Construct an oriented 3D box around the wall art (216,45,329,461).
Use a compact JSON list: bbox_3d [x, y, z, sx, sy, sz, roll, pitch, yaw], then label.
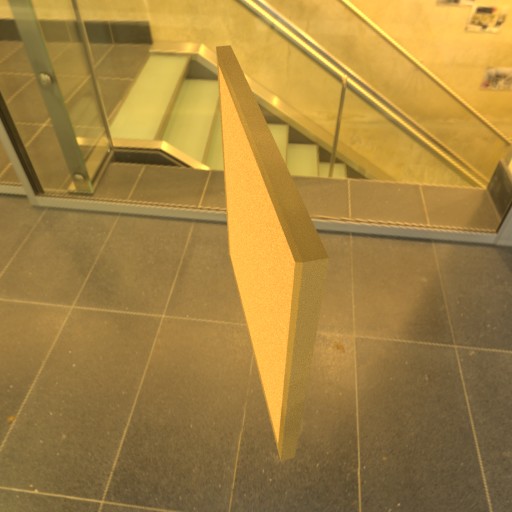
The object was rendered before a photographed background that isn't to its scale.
[{"bbox_3d":[0.000,0.000,1.142,0.038,0.762,0.762,-9,47,-9],"label":"wall art"}]
